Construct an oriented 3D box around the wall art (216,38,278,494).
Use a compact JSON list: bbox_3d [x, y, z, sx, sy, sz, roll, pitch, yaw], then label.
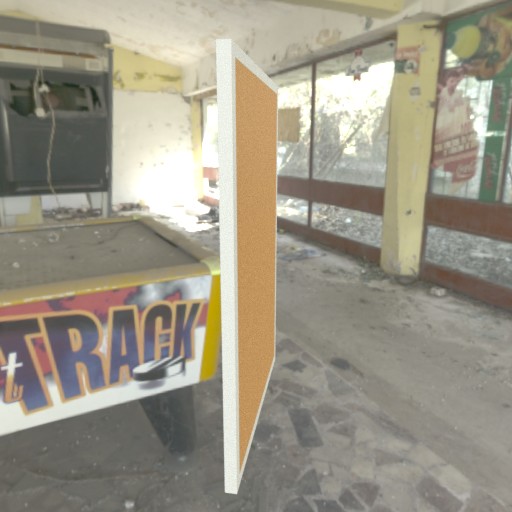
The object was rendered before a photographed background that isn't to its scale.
[{"bbox_3d":[0.000,0.000,0.552,0.013,0.433,0.303,2,14,10],"label":"wall art"}]
